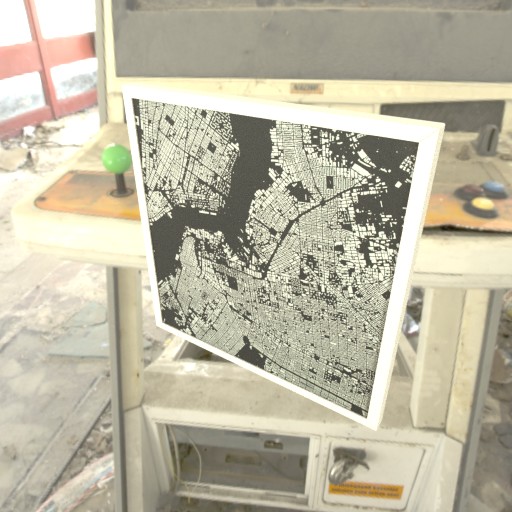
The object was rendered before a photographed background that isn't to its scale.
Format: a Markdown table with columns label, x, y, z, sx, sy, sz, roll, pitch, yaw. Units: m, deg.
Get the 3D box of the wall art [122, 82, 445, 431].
| label | x | y | z | sx | sy | sz | roll | pitch | yaw |
| --- | --- | --- | --- | --- | --- | --- | --- | --- | --- |
| wall art | 0.000 | 0.000 | 1.126 | 0.761 | 0.762 | 0.050 | 18 | 35 | 28 |
